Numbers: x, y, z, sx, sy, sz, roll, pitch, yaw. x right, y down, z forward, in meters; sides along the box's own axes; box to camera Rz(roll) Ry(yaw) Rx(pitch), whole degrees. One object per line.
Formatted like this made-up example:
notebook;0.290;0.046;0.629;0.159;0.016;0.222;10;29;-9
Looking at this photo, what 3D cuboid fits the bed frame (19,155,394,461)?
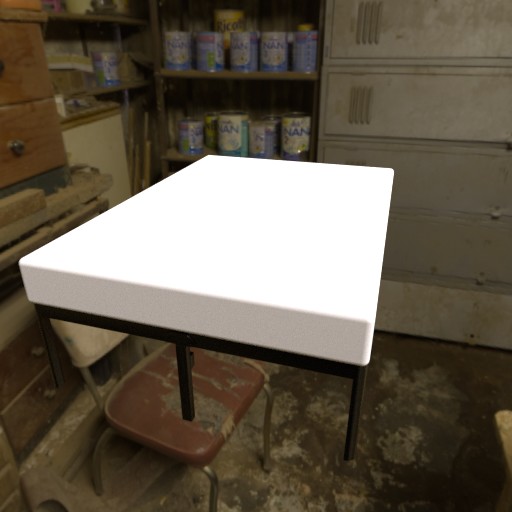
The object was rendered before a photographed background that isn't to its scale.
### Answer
bed frame;0.000;0.000;2.563;1.408;0.659;1.956;8;27;16
